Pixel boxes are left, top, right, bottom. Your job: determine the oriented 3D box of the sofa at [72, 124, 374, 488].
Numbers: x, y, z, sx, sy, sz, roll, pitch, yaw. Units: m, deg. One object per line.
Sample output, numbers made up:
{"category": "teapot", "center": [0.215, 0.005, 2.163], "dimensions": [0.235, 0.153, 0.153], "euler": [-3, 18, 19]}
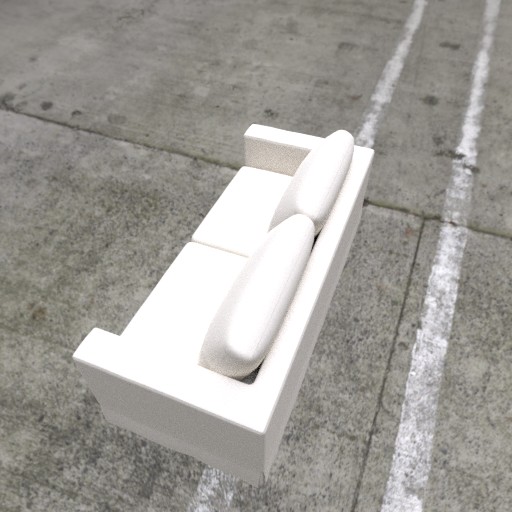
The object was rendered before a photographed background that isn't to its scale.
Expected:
{"category": "sofa", "center": [0.000, 0.000, 2.685], "dimensions": [0.954, 0.881, 2.163], "euler": [16, 49, 15]}
